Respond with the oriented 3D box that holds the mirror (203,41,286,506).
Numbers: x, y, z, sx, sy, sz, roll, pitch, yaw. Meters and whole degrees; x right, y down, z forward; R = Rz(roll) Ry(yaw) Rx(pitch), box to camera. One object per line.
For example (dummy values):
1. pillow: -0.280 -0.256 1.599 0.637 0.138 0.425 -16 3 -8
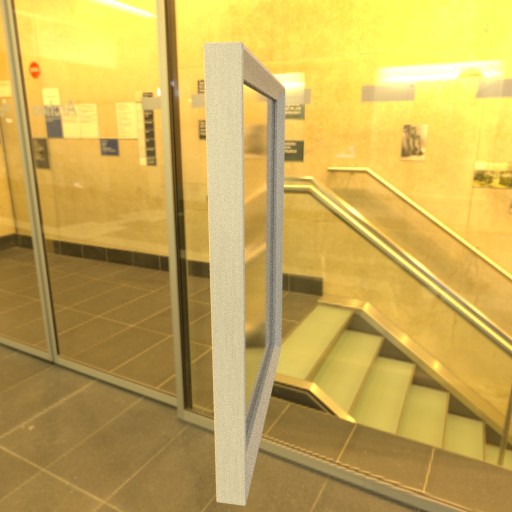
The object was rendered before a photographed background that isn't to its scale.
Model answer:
1. mirror: 0.000 0.000 0.659 0.041 0.509 0.406 2 16 9
